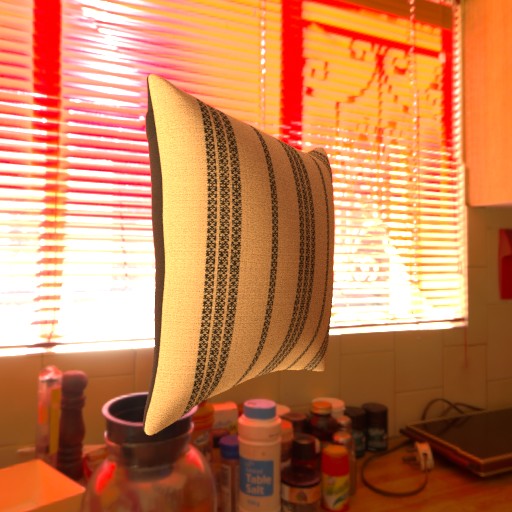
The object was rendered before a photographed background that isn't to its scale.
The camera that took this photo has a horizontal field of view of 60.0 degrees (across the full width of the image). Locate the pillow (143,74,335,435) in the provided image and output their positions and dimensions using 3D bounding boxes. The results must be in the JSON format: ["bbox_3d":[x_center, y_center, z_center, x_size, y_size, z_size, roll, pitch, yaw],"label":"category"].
[{"bbox_3d":[0.000,0.000,0.652,0.173,0.406,0.405,-1,-2,37],"label":"pillow"}]
